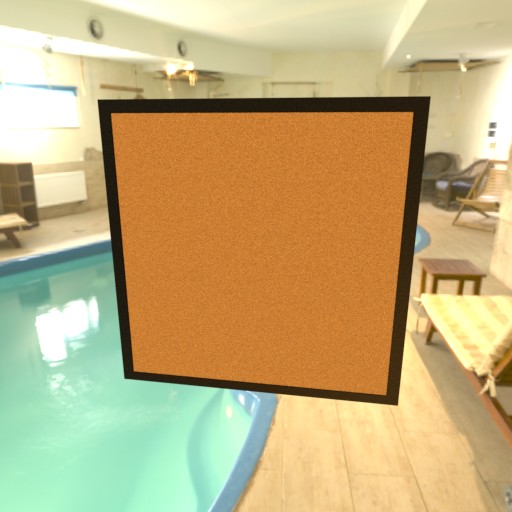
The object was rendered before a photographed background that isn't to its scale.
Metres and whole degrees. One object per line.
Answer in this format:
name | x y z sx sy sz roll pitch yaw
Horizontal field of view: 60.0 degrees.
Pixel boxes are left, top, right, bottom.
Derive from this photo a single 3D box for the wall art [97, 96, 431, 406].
wall art | 0.000 0.000 0.755 0.506 0.506 0.038 3 17 9
